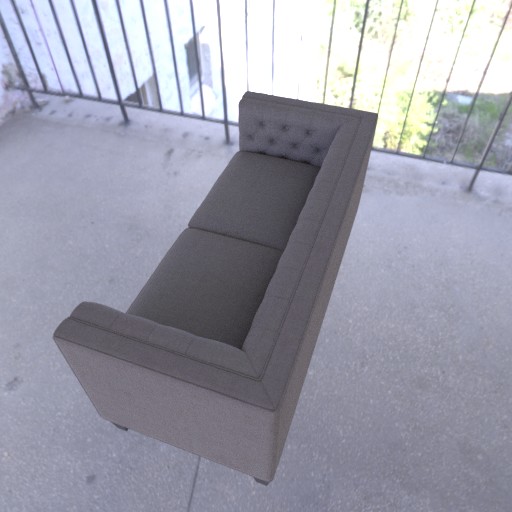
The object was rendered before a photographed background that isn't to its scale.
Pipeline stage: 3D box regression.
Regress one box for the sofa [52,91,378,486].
[{"bbox_3d":[0.000,0.000,2.177,0.775,0.762,1.778,15,48,13],"label":"sofa"}]
